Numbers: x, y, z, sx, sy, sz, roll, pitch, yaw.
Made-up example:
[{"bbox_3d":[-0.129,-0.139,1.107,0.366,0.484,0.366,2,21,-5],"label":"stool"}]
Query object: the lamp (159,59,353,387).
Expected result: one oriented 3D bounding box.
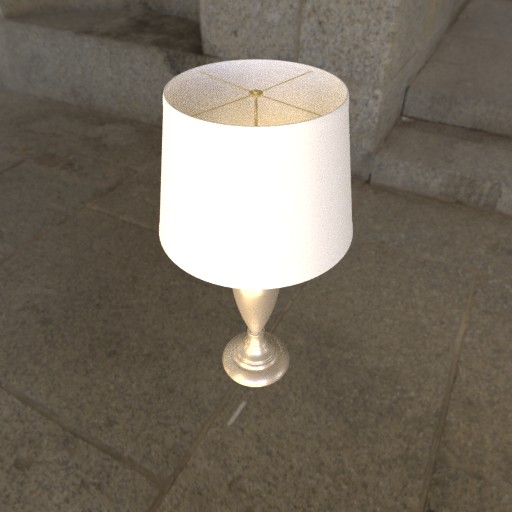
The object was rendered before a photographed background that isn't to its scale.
[{"bbox_3d":[0.000,0.000,0.811,0.328,0.612,0.328,0,41,0],"label":"lamp"}]
